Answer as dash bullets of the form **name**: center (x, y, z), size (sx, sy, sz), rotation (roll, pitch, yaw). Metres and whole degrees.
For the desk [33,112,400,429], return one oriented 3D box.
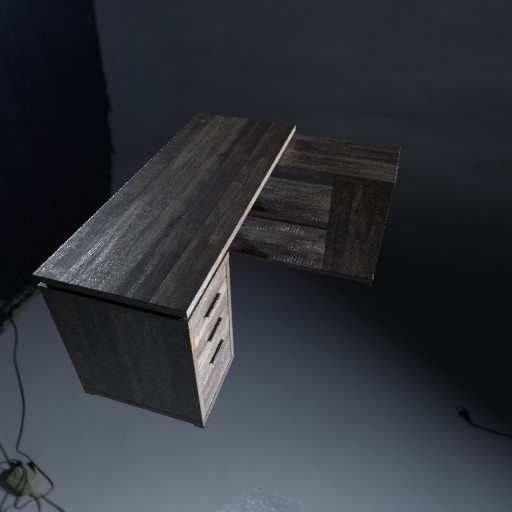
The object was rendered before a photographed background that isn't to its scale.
- **desk**: center (0.000, 0.000, 2.250), size (1.200, 0.753, 1.524), rotation (11, 42, 13)
